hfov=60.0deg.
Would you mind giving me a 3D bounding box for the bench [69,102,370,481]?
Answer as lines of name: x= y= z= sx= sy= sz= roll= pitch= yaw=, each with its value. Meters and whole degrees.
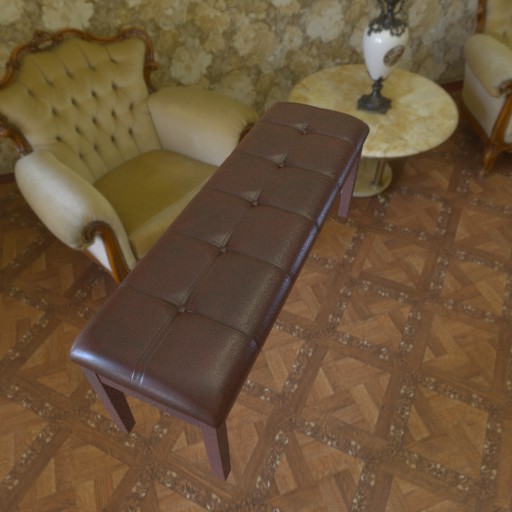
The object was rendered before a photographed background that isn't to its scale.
bench: x=0.000 y=0.000 z=1.489 sx=0.401 sy=0.491 sz=1.259 roll=18 pitch=50 yaw=16
